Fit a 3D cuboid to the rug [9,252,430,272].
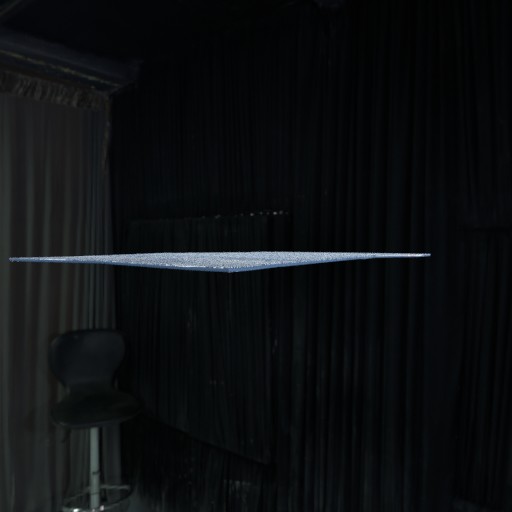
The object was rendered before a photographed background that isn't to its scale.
[{"bbox_3d":[0.000,0.000,2.162,1.159,0.025,1.793,1,2,37],"label":"rug"}]
